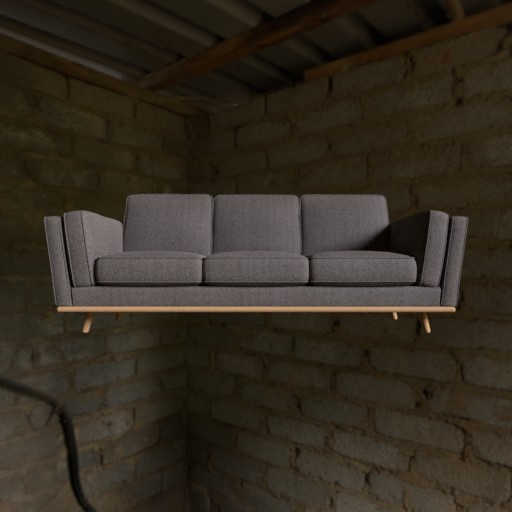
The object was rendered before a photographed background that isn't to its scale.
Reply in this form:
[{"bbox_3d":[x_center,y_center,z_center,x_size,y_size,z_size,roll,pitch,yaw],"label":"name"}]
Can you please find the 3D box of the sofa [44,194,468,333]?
[{"bbox_3d":[0.000,0.000,2.878,2.362,0.899,0.903,0,-1,0],"label":"sofa"}]
